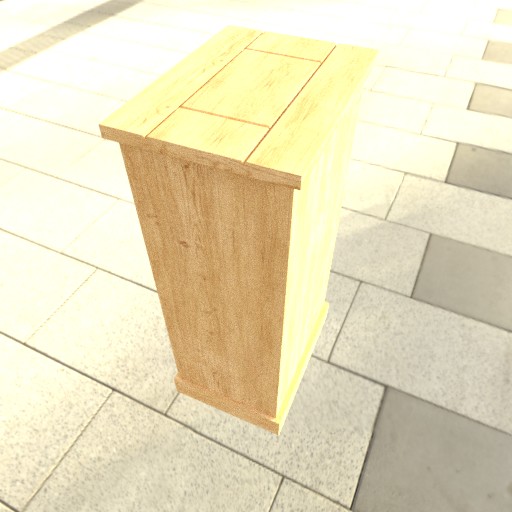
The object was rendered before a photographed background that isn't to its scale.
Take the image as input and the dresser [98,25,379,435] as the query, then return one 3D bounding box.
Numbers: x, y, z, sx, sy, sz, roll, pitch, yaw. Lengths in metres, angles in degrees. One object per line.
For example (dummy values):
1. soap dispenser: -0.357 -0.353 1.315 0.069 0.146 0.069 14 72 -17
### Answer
1. dresser: 0.000 0.000 1.291 0.390 1.041 0.531 18 49 16
